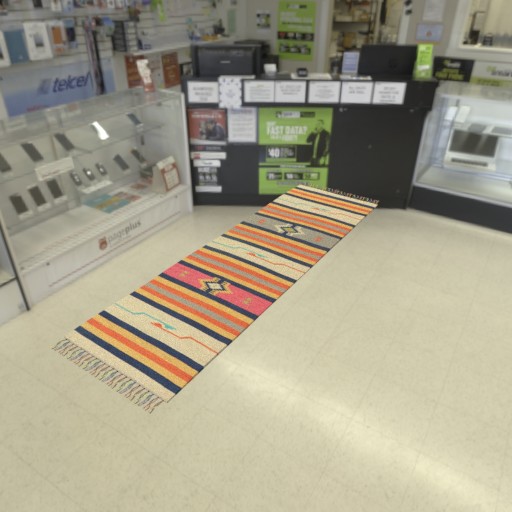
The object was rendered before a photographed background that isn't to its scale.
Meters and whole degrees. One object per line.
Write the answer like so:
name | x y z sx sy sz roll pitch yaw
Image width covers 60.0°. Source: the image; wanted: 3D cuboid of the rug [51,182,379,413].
rug | 0.000 0.000 2.796 0.695 0.017 2.455 20 37 29
